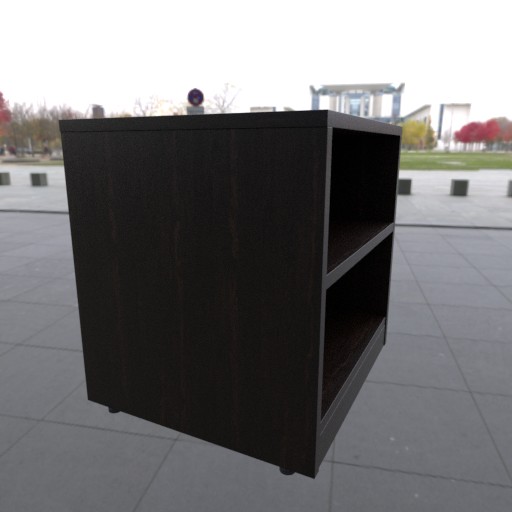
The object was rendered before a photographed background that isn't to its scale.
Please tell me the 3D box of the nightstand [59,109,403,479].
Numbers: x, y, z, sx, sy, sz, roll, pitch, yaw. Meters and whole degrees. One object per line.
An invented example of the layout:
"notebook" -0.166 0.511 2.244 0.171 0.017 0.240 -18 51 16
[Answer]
"nightstand" 0.000 0.000 0.850 0.427 0.487 0.489 7 16 26
